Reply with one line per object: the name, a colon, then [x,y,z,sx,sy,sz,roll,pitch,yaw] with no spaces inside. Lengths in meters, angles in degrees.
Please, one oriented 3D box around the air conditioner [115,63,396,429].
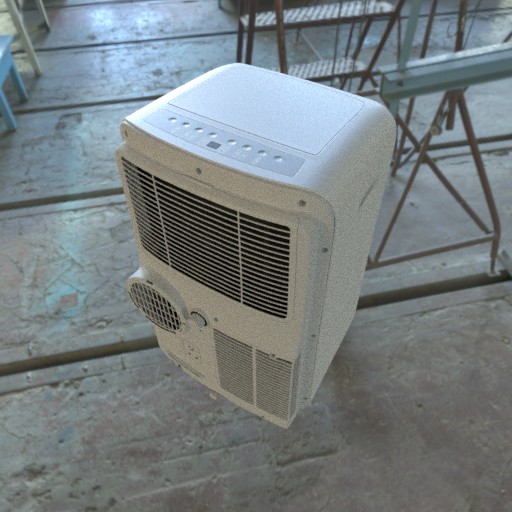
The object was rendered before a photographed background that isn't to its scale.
air conditioner: [0.000,0.000,1.067,0.478,0.765,0.467,25,52,21]
